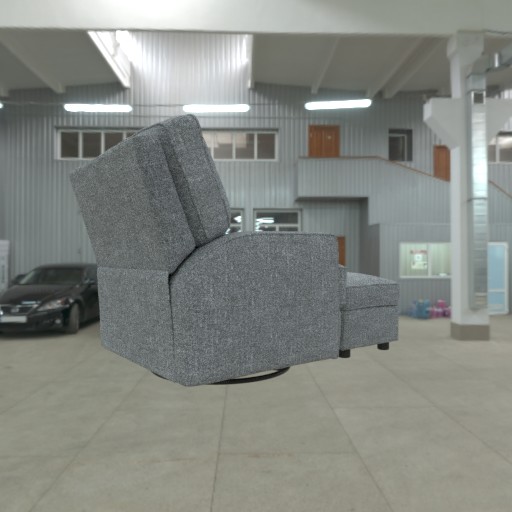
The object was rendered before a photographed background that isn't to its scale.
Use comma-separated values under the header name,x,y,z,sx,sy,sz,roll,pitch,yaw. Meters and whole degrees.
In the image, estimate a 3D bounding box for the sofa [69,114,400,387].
name,x,y,z,sx,sy,sz,roll,pitch,yaw
sofa,0.000,0.000,2.058,1.472,0.959,0.861,0,0,-37
